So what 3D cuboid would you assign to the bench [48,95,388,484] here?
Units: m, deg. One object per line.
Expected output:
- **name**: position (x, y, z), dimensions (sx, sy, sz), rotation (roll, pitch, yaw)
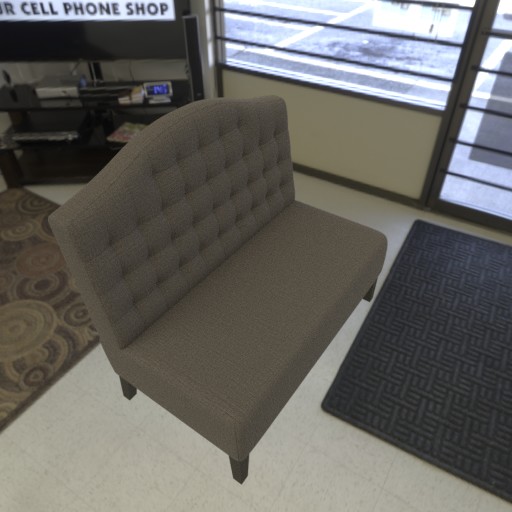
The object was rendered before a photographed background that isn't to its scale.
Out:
- **bench**: position (0.000, 0.000, 1.998), dimensions (0.815, 1.180, 1.335), rotation (25, 47, 26)
